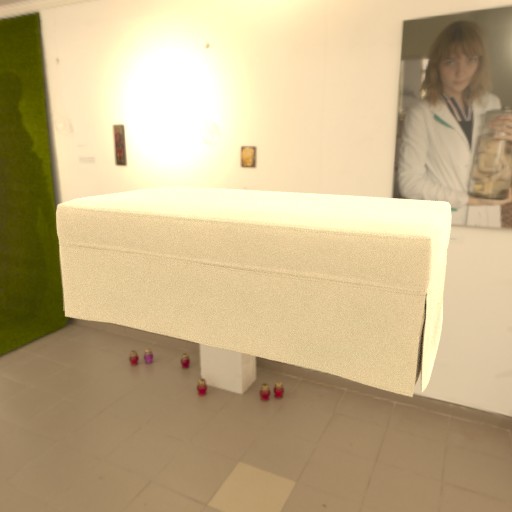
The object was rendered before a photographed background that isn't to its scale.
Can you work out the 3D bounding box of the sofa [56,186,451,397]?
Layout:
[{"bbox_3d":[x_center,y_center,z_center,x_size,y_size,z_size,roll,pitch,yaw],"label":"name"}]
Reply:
[{"bbox_3d":[0.000,0.000,2.111,1.677,0.552,0.939,7,16,25],"label":"sofa"}]
